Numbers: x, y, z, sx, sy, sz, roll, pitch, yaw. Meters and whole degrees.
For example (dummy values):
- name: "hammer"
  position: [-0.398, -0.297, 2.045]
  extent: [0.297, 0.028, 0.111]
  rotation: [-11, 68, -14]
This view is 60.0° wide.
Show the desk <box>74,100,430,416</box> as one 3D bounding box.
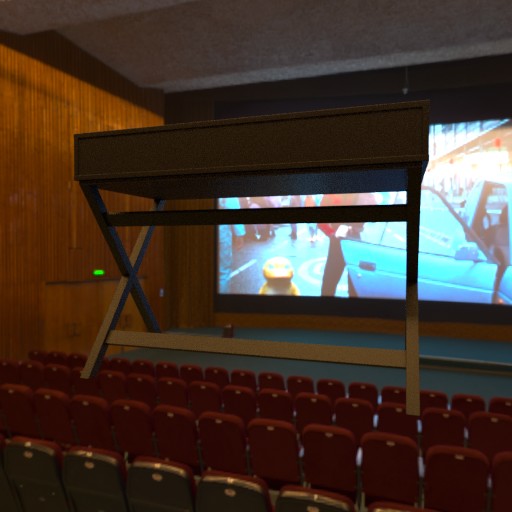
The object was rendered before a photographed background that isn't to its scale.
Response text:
- name: "desk"
  position: [0.000, 0.000, 1.494]
  extent: [1.057, 0.780, 0.504]
  rotation: [0, 1, 18]
